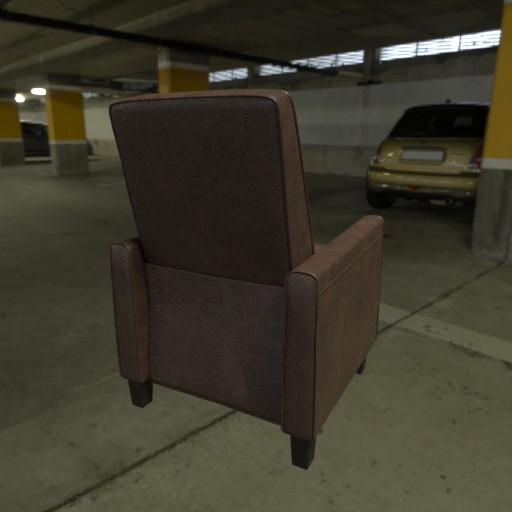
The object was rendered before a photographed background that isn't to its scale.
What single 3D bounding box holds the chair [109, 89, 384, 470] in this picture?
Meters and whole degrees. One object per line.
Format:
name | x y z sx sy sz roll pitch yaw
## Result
chair | 0.000 0.000 1.513 0.705 1.013 0.746 8 18 27
